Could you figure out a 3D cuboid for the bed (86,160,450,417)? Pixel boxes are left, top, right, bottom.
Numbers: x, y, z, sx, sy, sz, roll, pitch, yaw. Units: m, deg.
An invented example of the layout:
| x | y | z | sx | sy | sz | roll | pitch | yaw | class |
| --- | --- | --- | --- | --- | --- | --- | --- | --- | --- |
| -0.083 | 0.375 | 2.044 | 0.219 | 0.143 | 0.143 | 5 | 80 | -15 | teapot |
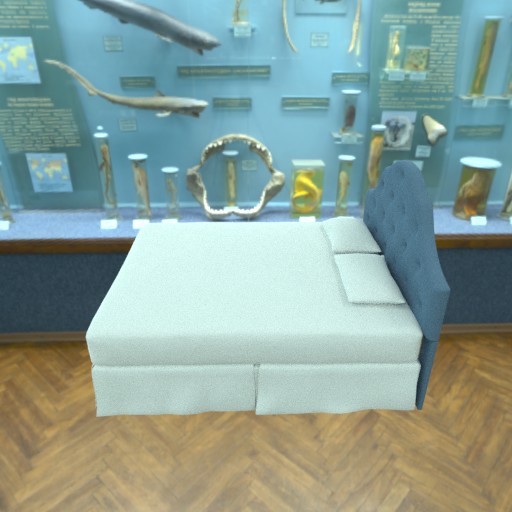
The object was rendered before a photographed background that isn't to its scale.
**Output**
| x | y | z | sx | sy | sz | roll | pitch | yaw | class |
| --- | --- | --- | --- | --- | --- | --- | --- | --- | --- |
| 0.000 | 0.000 | 3.810 | 2.477 | 1.617 | 2.039 | 0 | 28 | -1 | bed |
